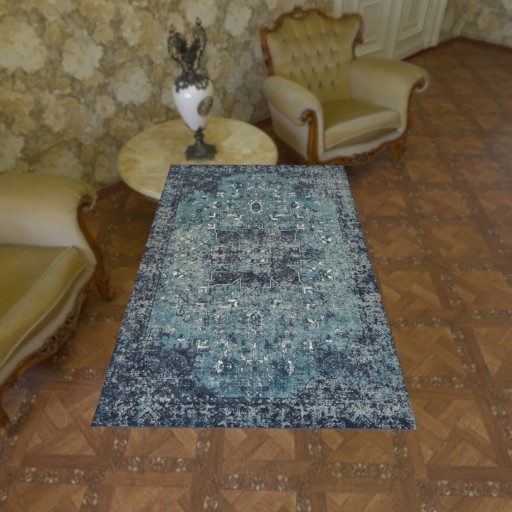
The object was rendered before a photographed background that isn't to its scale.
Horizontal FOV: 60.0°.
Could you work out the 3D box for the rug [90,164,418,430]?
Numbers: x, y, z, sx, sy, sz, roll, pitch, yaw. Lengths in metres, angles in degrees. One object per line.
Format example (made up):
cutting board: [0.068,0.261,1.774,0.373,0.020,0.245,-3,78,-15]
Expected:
rug: [0.000,0.000,2.978,1.525,0.007,2.440,0,41,0]
